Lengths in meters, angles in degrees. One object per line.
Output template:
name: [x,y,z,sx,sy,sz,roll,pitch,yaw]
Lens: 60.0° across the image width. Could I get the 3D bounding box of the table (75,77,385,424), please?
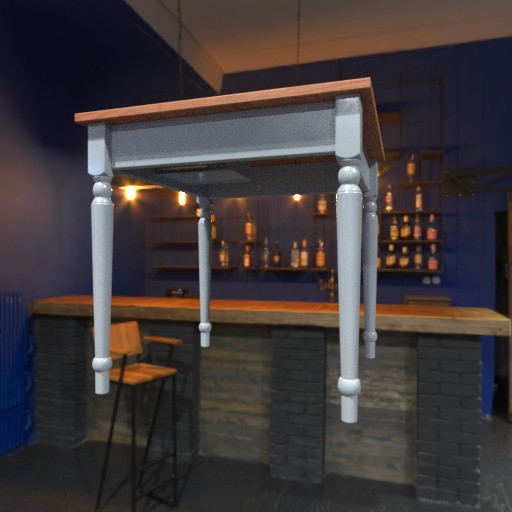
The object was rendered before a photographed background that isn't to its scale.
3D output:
table: [0.000,0.000,1.388,0.747,0.738,0.747,0,0,18]
